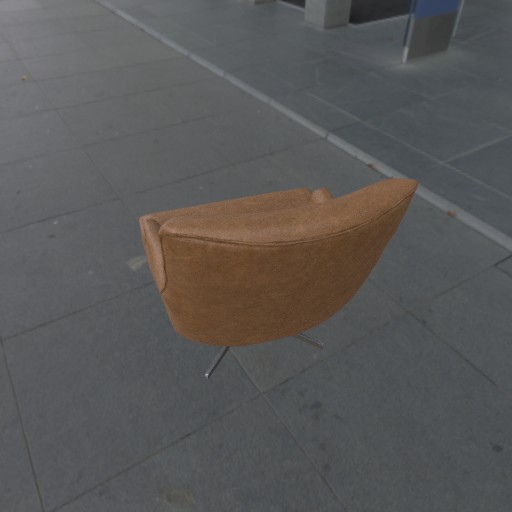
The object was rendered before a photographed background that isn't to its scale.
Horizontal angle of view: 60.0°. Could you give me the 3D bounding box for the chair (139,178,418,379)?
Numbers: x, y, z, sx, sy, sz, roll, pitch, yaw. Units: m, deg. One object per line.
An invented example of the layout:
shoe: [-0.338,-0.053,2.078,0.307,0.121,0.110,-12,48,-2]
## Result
chair: [0.000,0.000,1.523,0.729,0.869,0.874,-12,42,-13]
